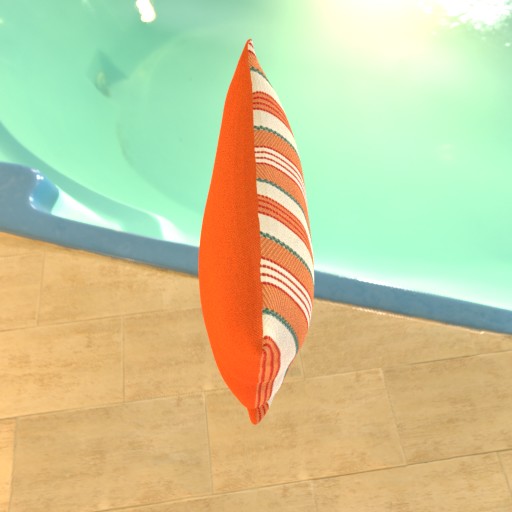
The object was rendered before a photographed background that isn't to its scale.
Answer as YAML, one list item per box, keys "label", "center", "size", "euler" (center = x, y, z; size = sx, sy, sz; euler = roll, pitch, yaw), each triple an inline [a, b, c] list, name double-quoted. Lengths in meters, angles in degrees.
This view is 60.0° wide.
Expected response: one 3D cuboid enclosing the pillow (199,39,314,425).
- label: "pillow"
  center: [0.000, 0.000, 0.681]
  size: [0.182, 0.441, 0.440]
  euler: [-2, 63, -1]
